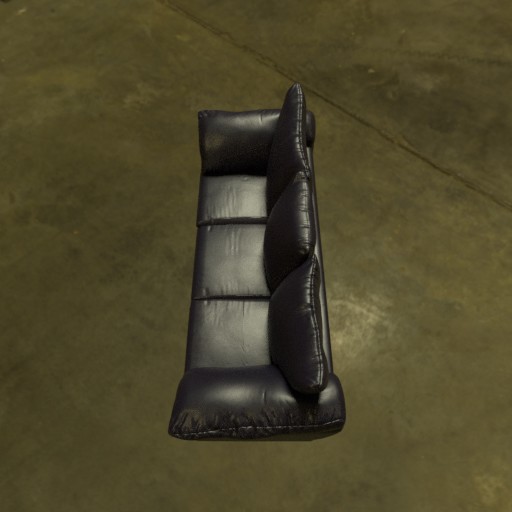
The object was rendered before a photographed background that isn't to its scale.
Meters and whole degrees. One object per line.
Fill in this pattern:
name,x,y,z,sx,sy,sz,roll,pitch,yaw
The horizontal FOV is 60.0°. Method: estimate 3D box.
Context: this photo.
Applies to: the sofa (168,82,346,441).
sofa,0.000,0.000,2.927,0.880,1.073,2.336,0,58,0
